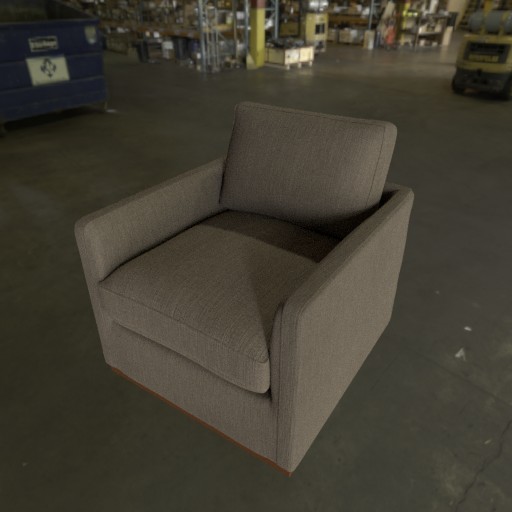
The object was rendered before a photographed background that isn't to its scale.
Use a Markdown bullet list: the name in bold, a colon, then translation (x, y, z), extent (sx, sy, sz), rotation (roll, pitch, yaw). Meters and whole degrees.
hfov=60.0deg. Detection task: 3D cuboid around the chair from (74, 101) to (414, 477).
- **chair**: translation (0.000, 0.000, 1.466), extent (0.763, 0.811, 0.834), rotation (19, 36, 28)
